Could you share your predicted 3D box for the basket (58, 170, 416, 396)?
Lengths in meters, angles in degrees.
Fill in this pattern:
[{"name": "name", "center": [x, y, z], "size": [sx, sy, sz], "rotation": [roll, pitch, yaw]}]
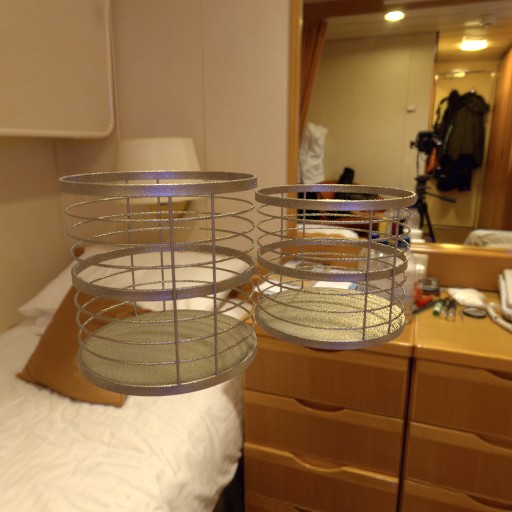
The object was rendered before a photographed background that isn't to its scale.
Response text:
[{"name": "basket", "center": [0.000, 0.000, 0.951], "size": [0.746, 0.351, 0.356], "rotation": [-7, 16, -25]}]
